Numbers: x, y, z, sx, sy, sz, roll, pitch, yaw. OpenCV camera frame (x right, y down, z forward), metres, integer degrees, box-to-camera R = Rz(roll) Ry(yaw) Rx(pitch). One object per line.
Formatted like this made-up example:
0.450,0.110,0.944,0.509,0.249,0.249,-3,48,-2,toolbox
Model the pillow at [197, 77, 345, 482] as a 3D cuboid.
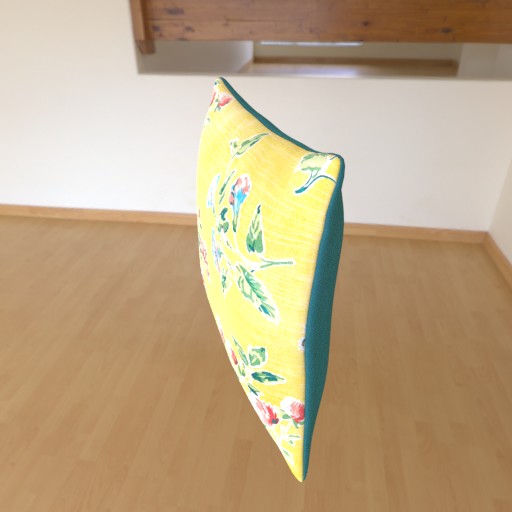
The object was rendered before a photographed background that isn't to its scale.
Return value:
0.000,0.000,0.764,0.166,0.508,0.525,-9,32,-14,pillow
